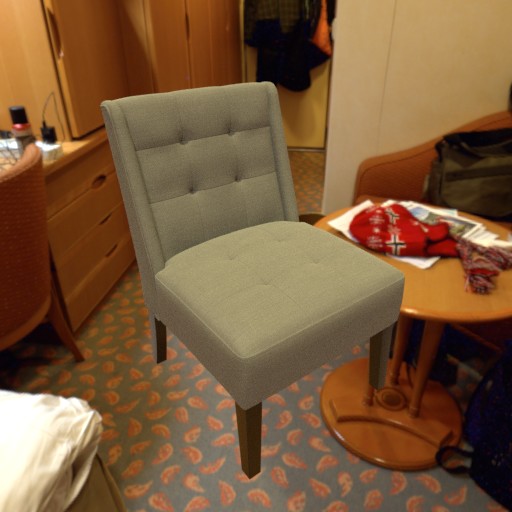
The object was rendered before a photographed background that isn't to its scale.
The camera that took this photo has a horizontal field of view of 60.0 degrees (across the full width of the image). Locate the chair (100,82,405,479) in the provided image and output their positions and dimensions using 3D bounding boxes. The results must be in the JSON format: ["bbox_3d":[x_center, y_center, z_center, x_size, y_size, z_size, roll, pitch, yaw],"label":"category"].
[{"bbox_3d":[0.000,0.000,1.295,0.569,0.853,0.676,-21,36,-31],"label":"chair"}]
